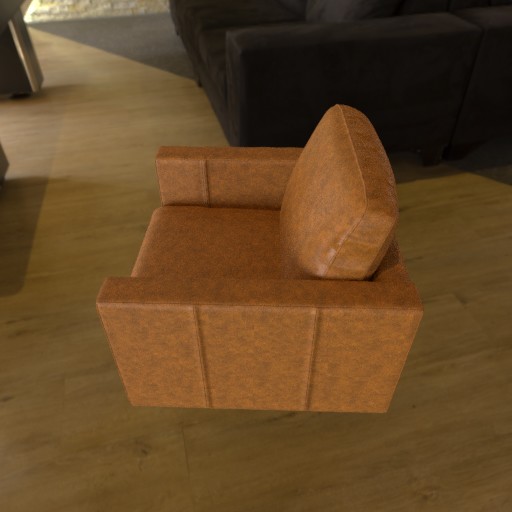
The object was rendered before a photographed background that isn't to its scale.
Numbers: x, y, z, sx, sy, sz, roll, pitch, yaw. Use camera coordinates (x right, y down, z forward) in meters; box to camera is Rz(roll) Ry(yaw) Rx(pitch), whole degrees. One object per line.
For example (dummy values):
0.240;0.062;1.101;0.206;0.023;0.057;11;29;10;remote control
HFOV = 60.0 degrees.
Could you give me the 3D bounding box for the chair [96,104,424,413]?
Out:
0.000;0.000;1.632;0.909;0.956;0.890;1;41;1;chair
